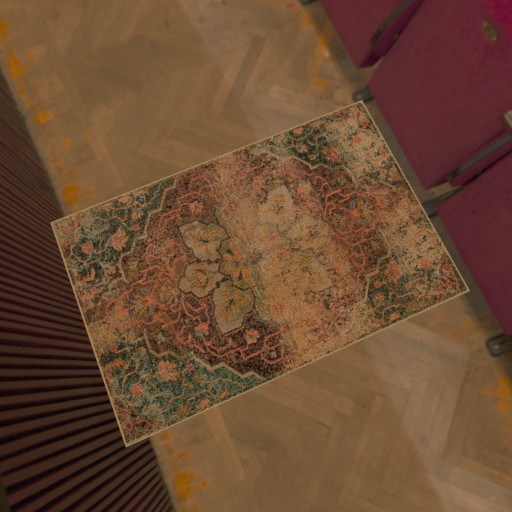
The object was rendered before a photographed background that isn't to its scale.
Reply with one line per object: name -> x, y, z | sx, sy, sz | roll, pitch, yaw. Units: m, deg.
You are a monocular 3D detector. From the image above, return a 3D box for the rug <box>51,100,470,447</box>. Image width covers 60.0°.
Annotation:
rug -> 0.000, 0.000, 2.908 | 2.363, 0.004, 1.566 | -22, 76, -6
